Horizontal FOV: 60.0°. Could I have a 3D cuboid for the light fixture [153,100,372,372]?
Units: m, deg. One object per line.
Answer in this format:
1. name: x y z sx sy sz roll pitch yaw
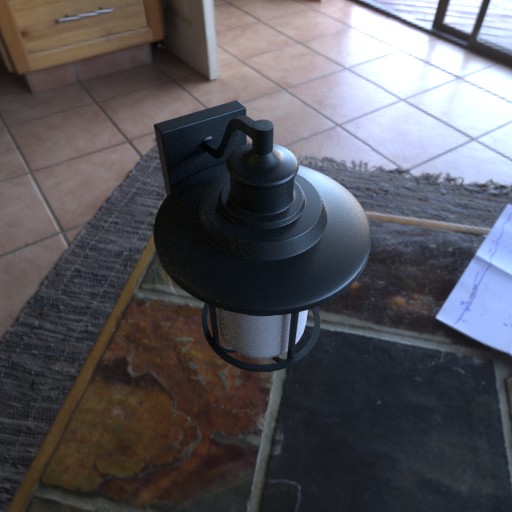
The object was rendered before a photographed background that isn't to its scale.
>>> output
1. light fixture: 0.000 0.000 0.511 0.222 0.345 0.252 -24 51 -21
